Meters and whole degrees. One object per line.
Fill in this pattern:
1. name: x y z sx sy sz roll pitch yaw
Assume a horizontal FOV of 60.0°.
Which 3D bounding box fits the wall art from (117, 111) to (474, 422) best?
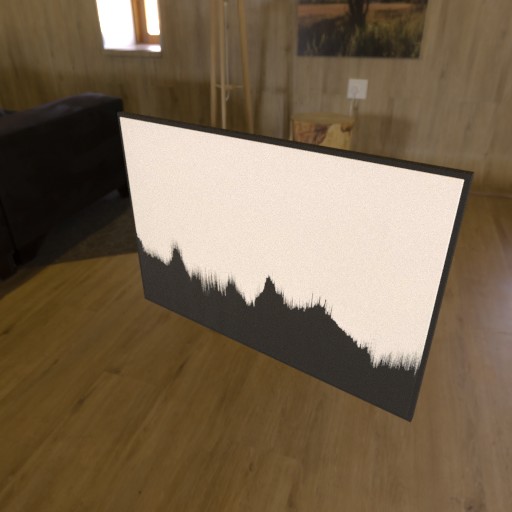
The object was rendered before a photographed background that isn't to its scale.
1. wall art: 0.000 0.000 1.490 1.190 0.805 0.028 19 34 30
